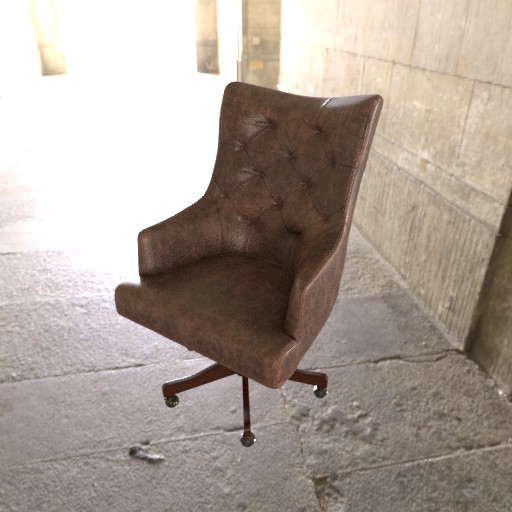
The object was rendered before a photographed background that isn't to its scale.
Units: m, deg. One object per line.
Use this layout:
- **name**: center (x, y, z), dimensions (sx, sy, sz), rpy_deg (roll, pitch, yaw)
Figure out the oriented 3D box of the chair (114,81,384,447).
- **chair**: center (0.000, 0.000, 1.523), dimensions (0.641, 1.035, 0.762), rpy_deg (18, 33, 29)
